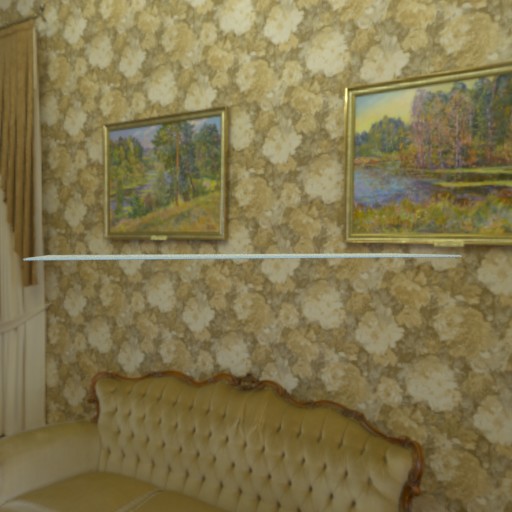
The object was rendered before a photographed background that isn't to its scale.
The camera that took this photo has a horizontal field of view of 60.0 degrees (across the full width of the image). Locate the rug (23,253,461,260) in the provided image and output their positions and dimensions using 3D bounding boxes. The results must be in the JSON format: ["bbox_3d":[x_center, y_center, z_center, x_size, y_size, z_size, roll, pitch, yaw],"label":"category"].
[{"bbox_3d":[0.000,0.000,2.443,2.196,0.011,0.662,0,1,-18],"label":"rug"}]
